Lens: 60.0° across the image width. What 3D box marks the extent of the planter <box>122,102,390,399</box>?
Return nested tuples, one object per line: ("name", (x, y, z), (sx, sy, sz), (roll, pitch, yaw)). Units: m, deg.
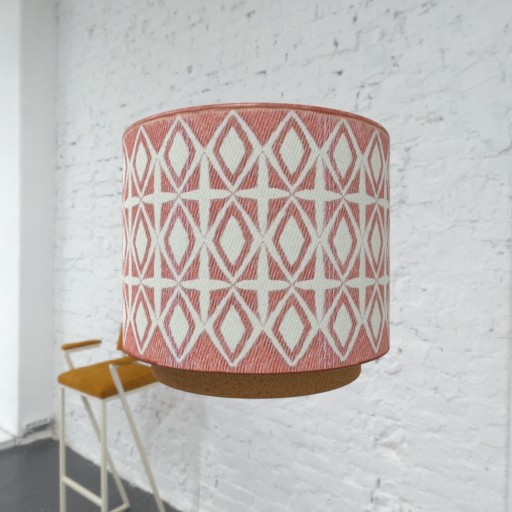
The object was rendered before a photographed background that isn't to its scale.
("planter", (0.000, 0.000, 0.473), (0.273, 0.237, 0.273), (0, 0, 0))
